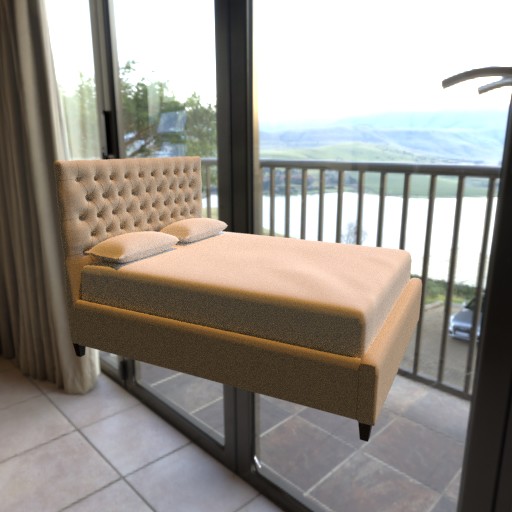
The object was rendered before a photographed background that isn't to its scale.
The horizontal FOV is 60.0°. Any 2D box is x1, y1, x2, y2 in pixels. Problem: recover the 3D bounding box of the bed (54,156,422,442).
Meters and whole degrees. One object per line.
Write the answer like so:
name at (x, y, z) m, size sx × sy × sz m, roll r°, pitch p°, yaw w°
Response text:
bed at (0.000, 0.000, 3.357) m, size 2.233 × 1.426 × 1.696 m, roll 7°, pitch 16°, yaw 26°
